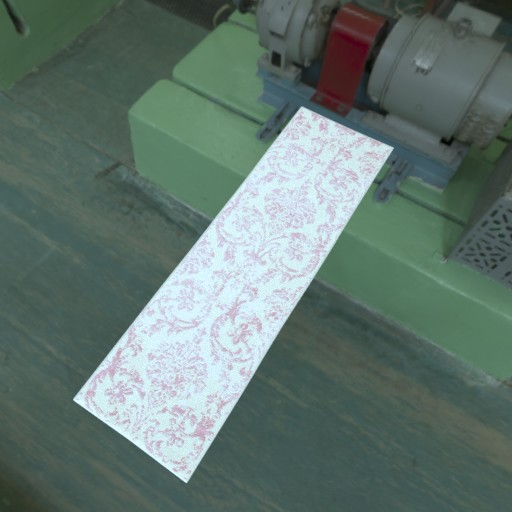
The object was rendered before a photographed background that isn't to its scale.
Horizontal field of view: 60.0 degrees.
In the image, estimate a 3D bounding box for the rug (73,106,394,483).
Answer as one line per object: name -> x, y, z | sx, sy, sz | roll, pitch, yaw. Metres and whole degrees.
rug -> 0.000, 0.000, 2.425 | 0.662, 0.011, 2.196 | 29, 67, 14
